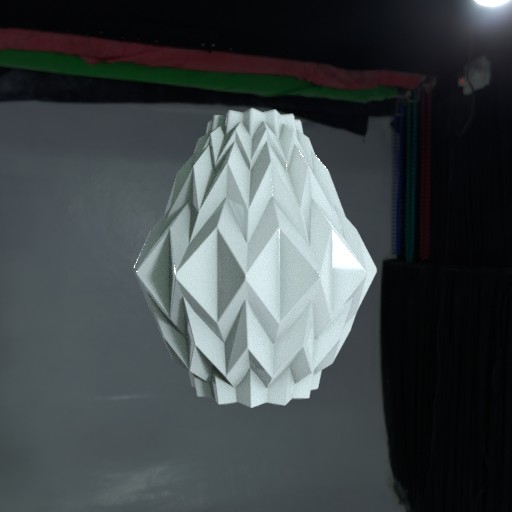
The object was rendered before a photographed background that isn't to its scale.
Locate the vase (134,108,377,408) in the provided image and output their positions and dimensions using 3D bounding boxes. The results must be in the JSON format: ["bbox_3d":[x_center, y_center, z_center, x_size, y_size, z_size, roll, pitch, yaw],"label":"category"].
[{"bbox_3d":[0.000,0.000,0.308,0.164,0.185,0.164,0,1,0],"label":"vase"}]
